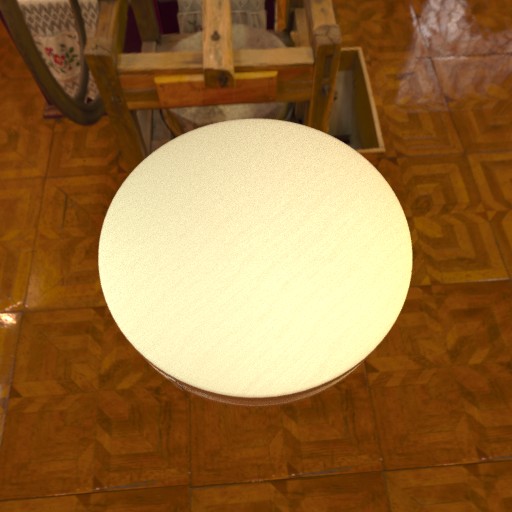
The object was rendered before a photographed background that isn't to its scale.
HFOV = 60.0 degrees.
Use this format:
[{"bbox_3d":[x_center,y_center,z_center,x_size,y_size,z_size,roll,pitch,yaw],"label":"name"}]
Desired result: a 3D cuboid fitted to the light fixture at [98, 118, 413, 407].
[{"bbox_3d":[0.000,0.000,0.549,0.356,0.102,0.356,0,64,0],"label":"light fixture"}]
